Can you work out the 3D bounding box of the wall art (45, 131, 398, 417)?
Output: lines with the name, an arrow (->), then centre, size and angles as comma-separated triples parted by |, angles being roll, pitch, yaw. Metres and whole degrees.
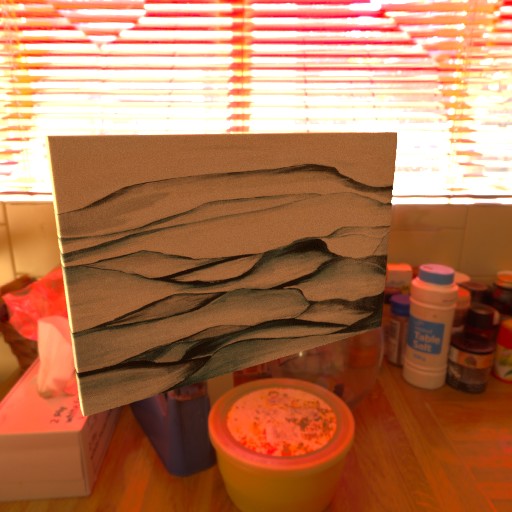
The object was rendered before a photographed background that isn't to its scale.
wall art -> 0.000, 0.000, 1.140 | 0.914, 0.609, 0.039 | -9, 19, -29
